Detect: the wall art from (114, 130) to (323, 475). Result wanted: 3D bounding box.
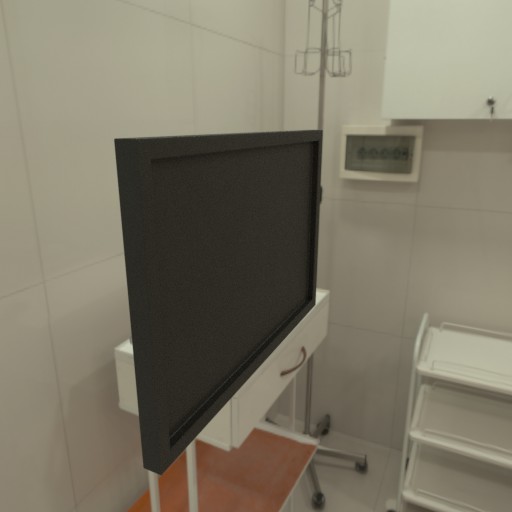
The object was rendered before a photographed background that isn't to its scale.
[{"bbox_3d":[0.000,0.000,0.562,0.021,0.301,0.443,8,19,25],"label":"wall art"}]
